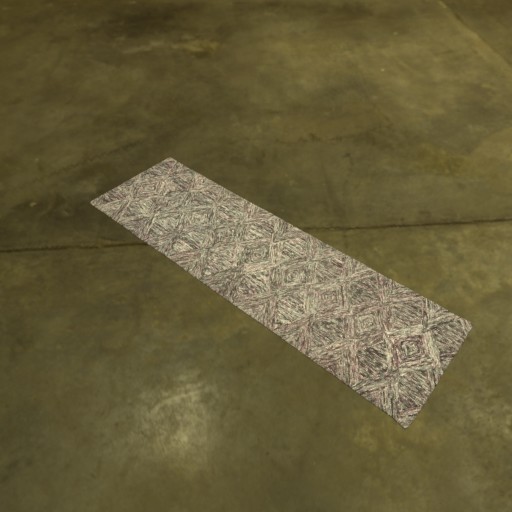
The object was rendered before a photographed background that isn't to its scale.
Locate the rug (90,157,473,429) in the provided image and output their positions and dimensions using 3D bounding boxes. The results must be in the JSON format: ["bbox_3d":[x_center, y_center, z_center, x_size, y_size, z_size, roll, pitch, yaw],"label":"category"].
[{"bbox_3d":[0.000,0.000,2.576,2.305,0.013,0.719,32,54,27],"label":"rug"}]
